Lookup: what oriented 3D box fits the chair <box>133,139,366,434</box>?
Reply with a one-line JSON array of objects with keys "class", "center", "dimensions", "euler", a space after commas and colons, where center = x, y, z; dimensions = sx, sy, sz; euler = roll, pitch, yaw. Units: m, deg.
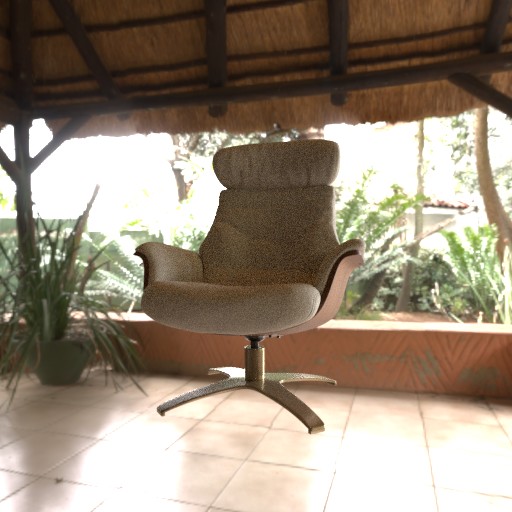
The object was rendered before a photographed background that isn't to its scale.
[{"class": "chair", "center": [0.000, 0.000, 1.593], "dimensions": [0.785, 0.995, 0.837], "euler": [0, 0, 17]}]
